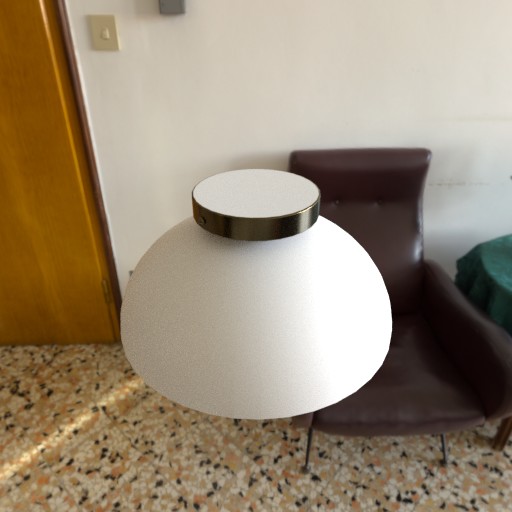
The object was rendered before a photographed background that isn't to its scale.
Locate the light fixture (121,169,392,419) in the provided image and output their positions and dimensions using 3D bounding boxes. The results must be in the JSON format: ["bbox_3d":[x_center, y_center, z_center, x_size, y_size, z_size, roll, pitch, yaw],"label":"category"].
[{"bbox_3d":[0.000,0.000,0.558,0.355,0.177,0.355,0,31,0],"label":"light fixture"}]
